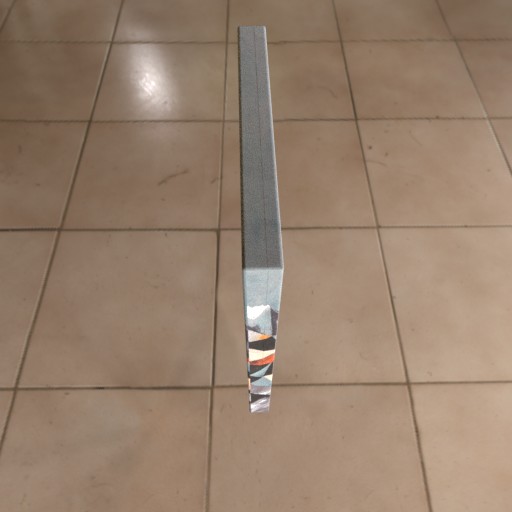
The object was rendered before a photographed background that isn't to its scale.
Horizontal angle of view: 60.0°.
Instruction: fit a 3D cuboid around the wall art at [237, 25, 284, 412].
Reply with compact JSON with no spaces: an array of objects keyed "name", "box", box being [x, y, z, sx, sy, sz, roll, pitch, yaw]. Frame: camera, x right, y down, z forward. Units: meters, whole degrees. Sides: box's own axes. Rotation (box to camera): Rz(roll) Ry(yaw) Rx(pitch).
[{"name":"wall art","box":[0.000,0.000,1.184,0.061,0.911,0.609,-2,58,-1]}]
